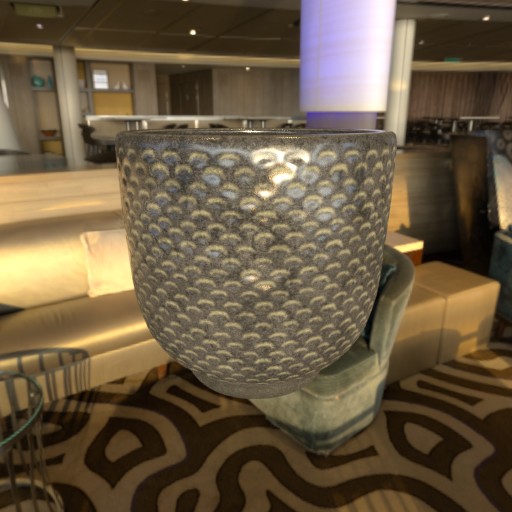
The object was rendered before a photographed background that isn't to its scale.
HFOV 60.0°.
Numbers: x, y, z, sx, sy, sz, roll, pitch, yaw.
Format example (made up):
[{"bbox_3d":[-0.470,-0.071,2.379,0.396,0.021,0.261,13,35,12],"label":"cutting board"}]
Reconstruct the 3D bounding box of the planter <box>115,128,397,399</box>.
[{"bbox_3d":[0.000,0.000,0.349,0.197,0.191,0.197,0,17,0],"label":"planter"}]
